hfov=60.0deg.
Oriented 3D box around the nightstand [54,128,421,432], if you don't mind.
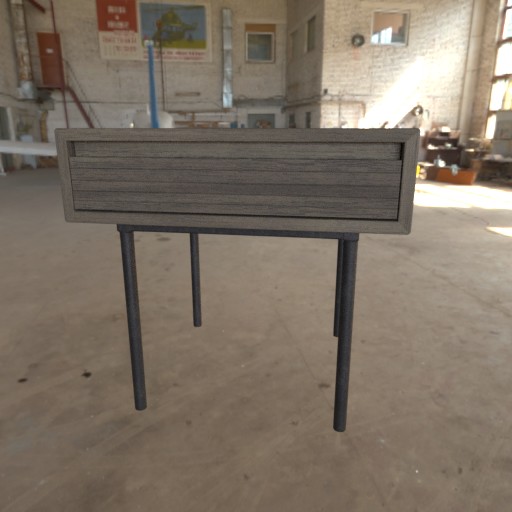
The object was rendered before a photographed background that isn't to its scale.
[{"bbox_3d":[0.000,0.000,0.897,0.502,0.497,0.503,3,16,9],"label":"nightstand"}]
